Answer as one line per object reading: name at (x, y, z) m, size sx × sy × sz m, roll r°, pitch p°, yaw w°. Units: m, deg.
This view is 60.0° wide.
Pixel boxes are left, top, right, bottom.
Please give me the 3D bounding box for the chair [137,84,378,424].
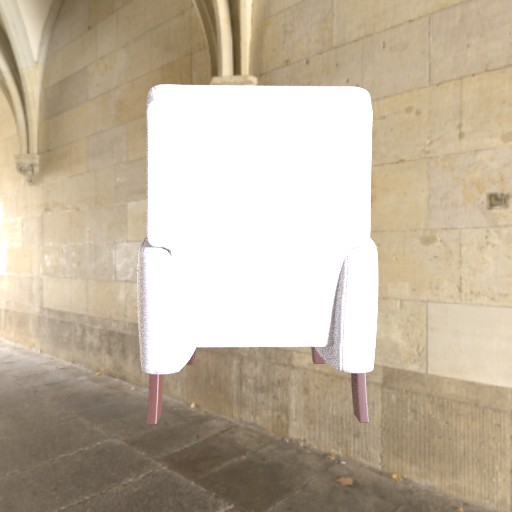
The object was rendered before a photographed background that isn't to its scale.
chair at (0.000, 0.000, 1.651) m, size 0.762 × 0.990 × 0.990 m, roll 0°, pitch 0°, yaw -1°
